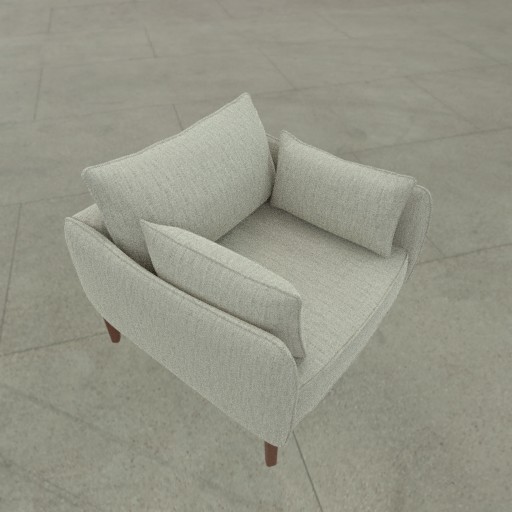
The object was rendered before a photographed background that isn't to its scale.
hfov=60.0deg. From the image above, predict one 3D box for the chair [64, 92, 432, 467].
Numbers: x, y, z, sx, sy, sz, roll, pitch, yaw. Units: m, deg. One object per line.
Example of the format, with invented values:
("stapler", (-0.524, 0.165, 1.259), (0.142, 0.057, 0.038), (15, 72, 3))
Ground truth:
("chair", (0.000, 0.000, 1.697), (0.991, 0.855, 0.994), (28, 50, 27))
